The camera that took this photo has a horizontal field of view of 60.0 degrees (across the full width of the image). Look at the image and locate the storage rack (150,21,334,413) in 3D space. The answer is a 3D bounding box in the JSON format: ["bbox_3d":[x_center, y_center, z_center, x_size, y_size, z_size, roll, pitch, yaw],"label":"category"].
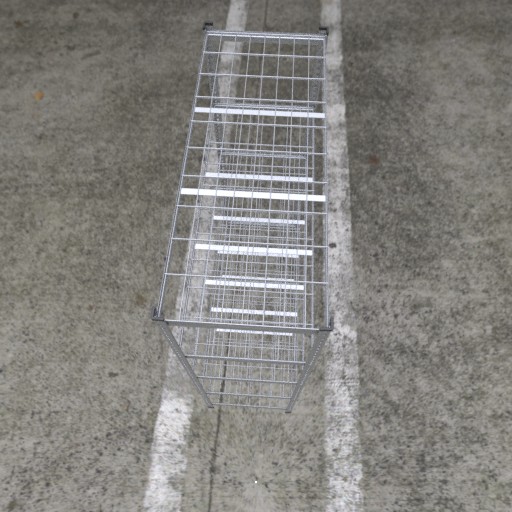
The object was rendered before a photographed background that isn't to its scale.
[{"bbox_3d":[0.000,0.000,2.688,0.610,1.981,1.524,3,63,2],"label":"storage rack"}]
